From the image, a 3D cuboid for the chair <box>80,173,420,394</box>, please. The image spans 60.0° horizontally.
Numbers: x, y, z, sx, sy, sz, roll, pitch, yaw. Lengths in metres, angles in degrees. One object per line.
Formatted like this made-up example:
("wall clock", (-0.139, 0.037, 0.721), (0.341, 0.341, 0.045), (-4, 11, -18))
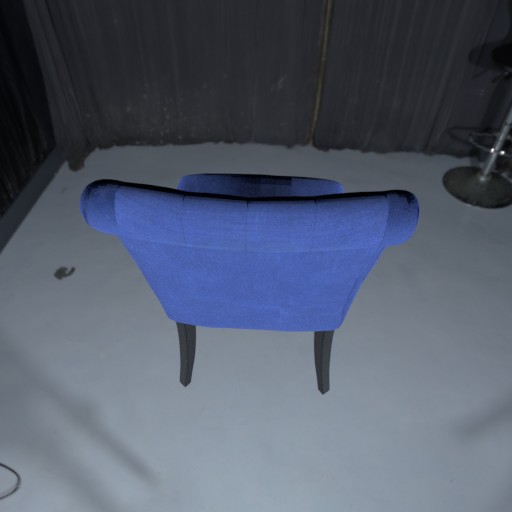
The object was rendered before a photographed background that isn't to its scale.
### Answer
("chair", (0.000, 0.000, 1.175), (0.585, 0.753, 0.606), (3, 45, 3))
